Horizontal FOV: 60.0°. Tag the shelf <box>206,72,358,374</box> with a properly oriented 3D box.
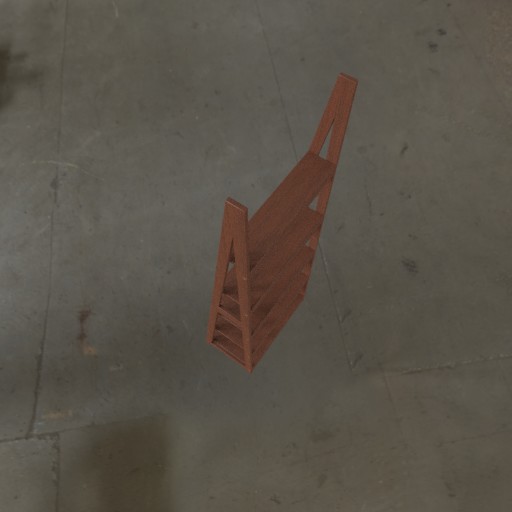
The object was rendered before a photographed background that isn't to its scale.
[{"bbox_3d":[0.000,0.000,2.074,0.350,1.770,0.600,32,67,16],"label":"shelf"}]
